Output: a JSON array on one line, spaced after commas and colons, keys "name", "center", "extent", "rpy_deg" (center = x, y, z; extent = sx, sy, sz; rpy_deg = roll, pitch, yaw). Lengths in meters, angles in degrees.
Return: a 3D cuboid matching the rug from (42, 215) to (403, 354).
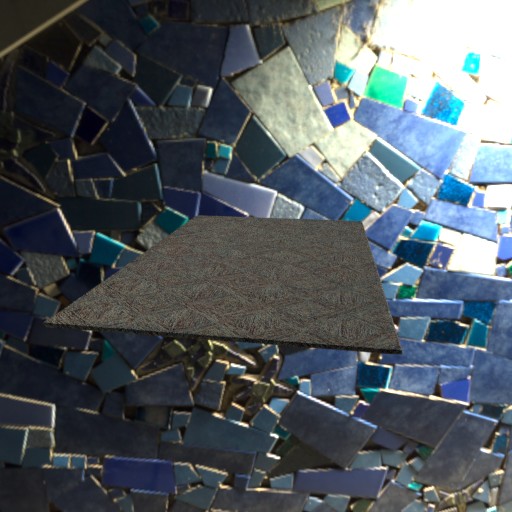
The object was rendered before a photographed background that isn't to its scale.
[{"name": "rug", "center": [0.000, 0.000, 2.191], "extent": [1.143, 0.014, 1.761], "rpy_deg": [3, 17, 9]}]
